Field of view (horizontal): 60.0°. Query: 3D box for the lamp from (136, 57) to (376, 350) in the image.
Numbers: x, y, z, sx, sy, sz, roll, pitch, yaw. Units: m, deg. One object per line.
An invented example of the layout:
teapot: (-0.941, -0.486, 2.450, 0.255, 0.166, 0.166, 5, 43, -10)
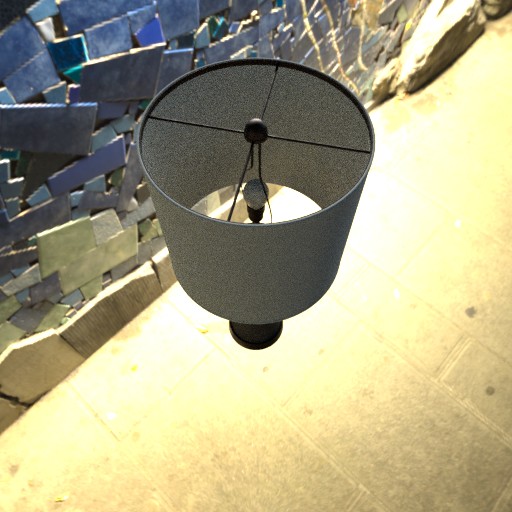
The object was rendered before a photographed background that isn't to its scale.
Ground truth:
lamp: (0.000, 0.000, 0.817, 0.301, 0.630, 0.301, -28, 62, -16)
